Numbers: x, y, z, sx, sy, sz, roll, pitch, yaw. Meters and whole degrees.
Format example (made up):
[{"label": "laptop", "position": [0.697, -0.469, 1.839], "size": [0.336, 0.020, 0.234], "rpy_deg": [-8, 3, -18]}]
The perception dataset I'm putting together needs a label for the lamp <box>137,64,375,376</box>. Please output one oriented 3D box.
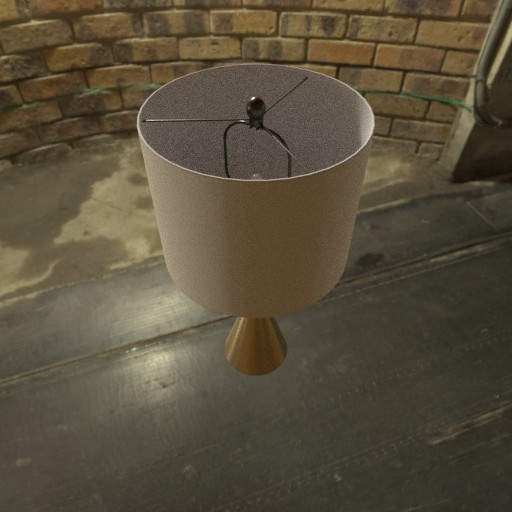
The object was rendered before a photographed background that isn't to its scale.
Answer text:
[{"label": "lamp", "position": [0.000, 0.000, 0.766], "size": [0.304, 0.573, 0.304], "rpy_deg": [24, 50, 21]}]
